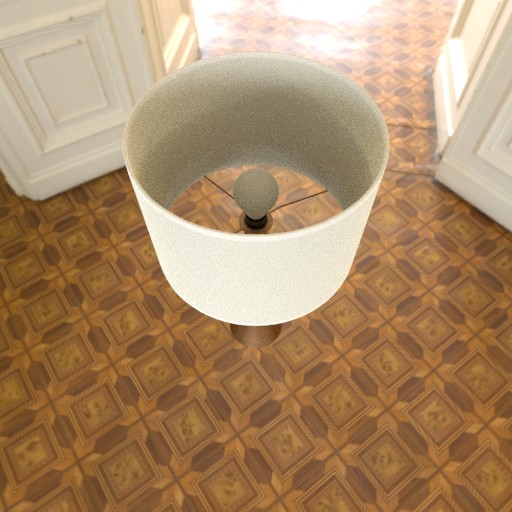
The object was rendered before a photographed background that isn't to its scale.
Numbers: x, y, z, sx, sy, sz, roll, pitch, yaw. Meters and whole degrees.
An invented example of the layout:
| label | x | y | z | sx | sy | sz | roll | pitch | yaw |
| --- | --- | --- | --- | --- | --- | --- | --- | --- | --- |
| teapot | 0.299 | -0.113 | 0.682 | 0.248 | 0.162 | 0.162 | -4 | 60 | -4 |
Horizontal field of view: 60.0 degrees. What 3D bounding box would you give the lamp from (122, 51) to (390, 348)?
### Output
| label | x | y | z | sx | sy | sz | roll | pitch | yaw |
| --- | --- | --- | --- | --- | --- | --- | --- | --- | --- |
| lamp | 0.000 | 0.000 | 0.651 | 0.268 | 0.479 | 0.268 | -32 | 63 | -19 |
